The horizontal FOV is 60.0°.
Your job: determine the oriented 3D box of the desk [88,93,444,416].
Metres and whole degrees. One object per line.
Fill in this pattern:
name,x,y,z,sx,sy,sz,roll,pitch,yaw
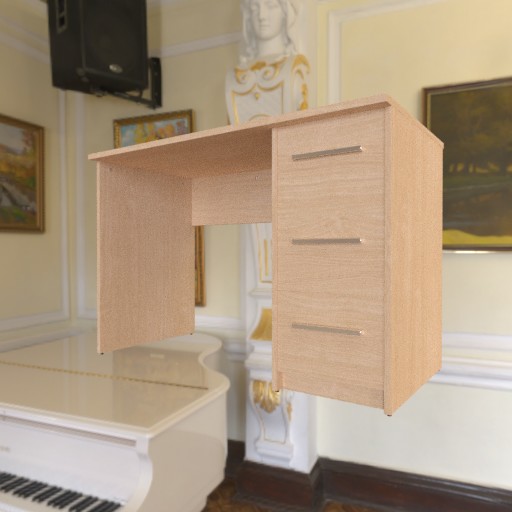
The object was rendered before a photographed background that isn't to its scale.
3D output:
desk,0.000,0.000,1.529,1.097,0.735,0.560,0,1,35
